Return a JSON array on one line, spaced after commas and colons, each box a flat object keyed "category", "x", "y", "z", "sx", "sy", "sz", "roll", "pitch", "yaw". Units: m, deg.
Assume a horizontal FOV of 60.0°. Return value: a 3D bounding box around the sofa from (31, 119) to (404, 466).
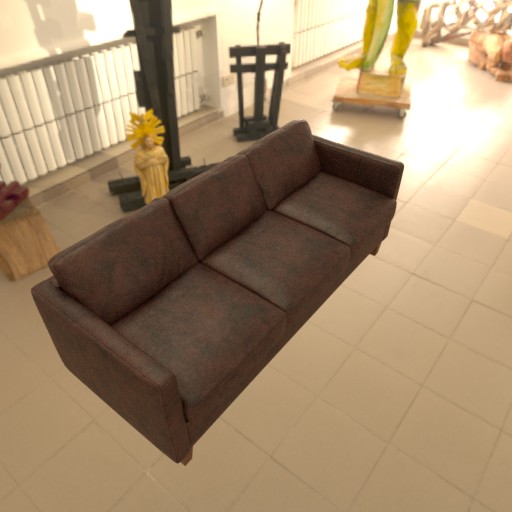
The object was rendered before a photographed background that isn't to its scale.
[{"category": "sofa", "x": 0.000, "y": 0.000, "z": 2.948, "sx": 1.045, "sy": 1.006, "sz": 2.464, "roll": 27, "pitch": 47, "yaw": 28}]
